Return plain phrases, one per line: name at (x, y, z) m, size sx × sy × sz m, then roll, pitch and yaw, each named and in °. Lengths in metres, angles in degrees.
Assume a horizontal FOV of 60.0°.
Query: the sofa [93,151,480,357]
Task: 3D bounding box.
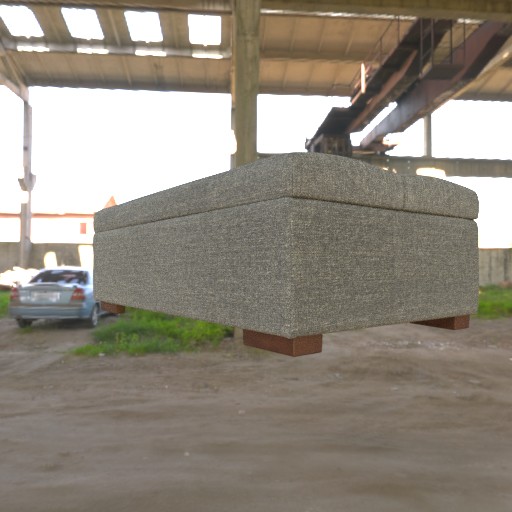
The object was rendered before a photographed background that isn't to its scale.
sofa at (0.000, 0.000, 1.542) m, size 0.782 × 0.417 × 1.198 m, roll 1°, pitch -2°, yaw -37°
